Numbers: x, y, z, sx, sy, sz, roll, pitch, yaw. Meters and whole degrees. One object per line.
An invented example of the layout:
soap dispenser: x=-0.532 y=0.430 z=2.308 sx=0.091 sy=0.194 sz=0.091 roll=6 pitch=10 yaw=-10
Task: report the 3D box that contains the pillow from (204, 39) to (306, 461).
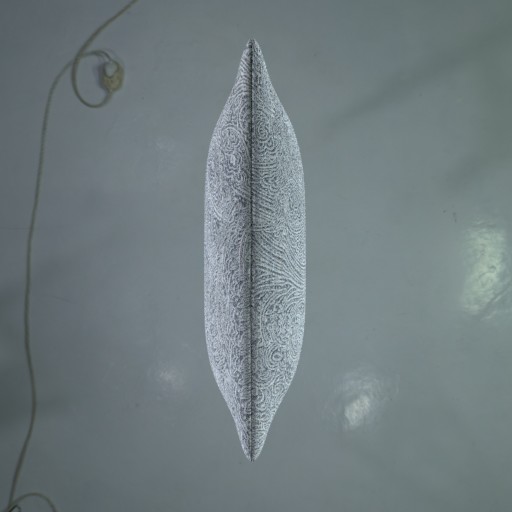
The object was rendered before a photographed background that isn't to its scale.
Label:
pillow: x=0.000 y=0.000 z=0.789 sx=0.166 sy=0.510 sz=0.523 roll=0 pitch=89 yaw=0
